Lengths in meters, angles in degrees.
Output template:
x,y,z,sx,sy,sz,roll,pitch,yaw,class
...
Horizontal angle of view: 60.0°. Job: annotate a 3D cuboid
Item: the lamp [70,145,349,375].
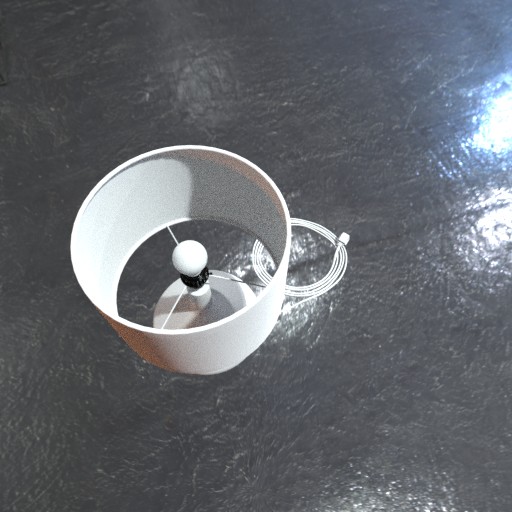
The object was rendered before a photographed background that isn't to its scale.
x,y,z,sx,sy,sz,roll,pitch,yaw,class
0.000,0.000,0.853,0.546,0.457,0.401,-14,63,-7,lamp
